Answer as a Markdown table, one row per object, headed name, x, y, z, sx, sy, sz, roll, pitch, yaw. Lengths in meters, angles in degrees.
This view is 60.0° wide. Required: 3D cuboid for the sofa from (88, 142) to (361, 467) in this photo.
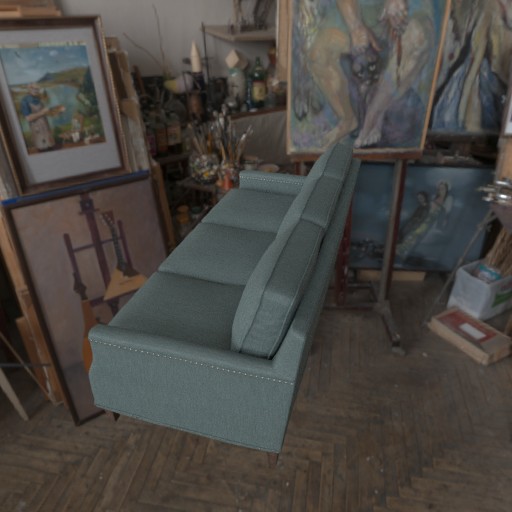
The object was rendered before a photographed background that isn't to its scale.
| name | x | y | z | sx | sy | sz | roll | pitch | yaw |
| --- | --- | --- | --- | --- | --- | --- | --- | --- | --- |
| sofa | 0.000 | 0.000 | 2.878 | 1.084 | 1.003 | 2.246 | 9 | 32 | 14 |
